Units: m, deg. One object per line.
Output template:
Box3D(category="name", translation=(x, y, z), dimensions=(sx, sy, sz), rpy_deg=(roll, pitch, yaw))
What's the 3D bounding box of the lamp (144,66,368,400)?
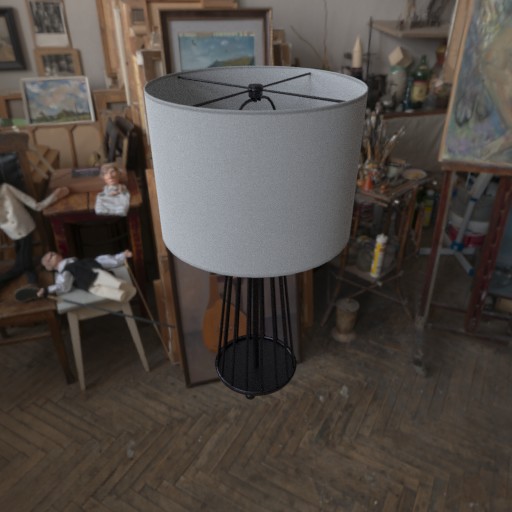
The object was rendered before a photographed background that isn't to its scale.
Box3D(category="lamp", translation=(0.000, 0.000, 0.804), dimensions=(0.322, 0.593, 0.322), rpy_deg=(21, 38, 30))
